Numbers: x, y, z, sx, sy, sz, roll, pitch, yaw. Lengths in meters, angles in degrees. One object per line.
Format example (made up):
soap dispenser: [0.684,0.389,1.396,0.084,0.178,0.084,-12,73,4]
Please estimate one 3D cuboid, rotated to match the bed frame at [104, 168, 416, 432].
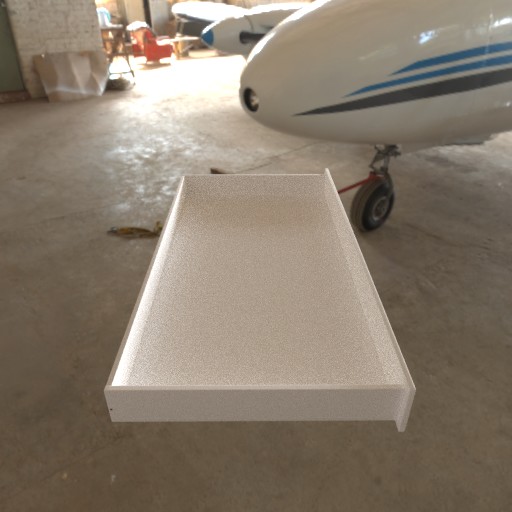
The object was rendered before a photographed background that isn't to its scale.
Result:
bed frame: [0.000,0.000,1.523,0.670,0.141,1.300,0,32,0]
